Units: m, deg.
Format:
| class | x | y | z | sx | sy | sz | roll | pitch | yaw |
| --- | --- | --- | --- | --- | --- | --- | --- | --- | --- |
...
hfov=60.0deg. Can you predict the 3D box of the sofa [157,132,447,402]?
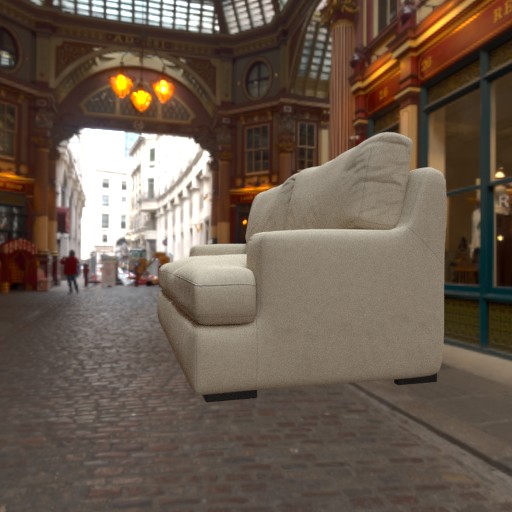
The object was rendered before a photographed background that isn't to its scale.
| class | x | y | z | sx | sy | sz | roll | pitch | yaw |
| --- | --- | --- | --- | --- | --- | --- | --- | --- | --- |
| sofa | 0.000 | 0.000 | 2.414 | 0.962 | 0.967 | 1.885 | 0 | 0 | -16 |
